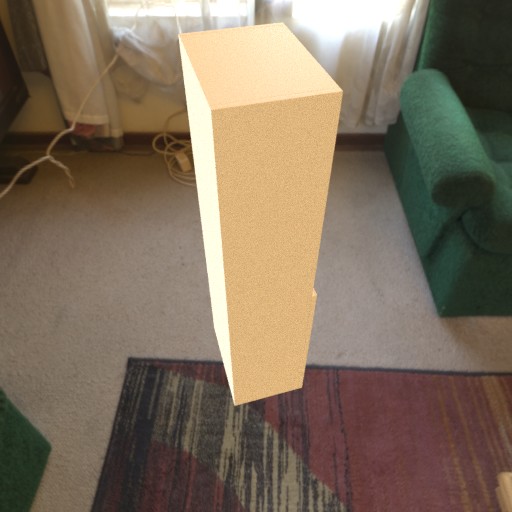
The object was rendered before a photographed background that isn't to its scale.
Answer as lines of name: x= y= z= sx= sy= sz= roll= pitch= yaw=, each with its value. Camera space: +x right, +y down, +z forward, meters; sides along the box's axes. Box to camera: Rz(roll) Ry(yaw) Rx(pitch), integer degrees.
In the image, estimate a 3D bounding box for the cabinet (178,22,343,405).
cabinet: x=0.000 y=0.000 z=1.529 sx=0.300 sy=1.350 sz=0.400 roll=-12 pitch=48 yaw=-11
